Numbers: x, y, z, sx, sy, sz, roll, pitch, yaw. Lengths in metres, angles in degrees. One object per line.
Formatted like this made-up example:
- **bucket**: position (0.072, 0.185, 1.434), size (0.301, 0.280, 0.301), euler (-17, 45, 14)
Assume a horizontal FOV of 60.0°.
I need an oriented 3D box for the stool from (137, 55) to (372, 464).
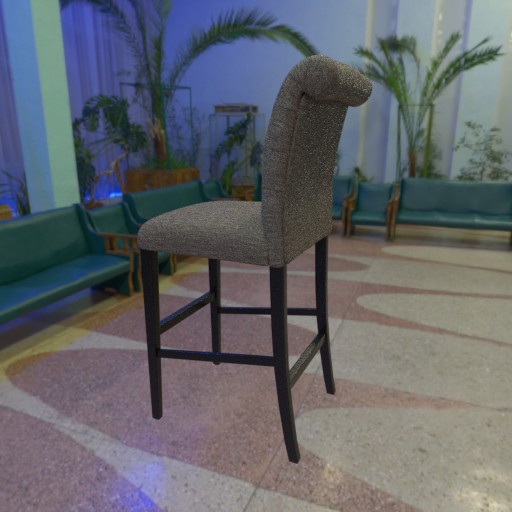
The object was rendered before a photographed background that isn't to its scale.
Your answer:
- **stool**: position (0.000, 0.000, 1.449), size (0.613, 1.131, 0.452), euler (7, 17, 24)
